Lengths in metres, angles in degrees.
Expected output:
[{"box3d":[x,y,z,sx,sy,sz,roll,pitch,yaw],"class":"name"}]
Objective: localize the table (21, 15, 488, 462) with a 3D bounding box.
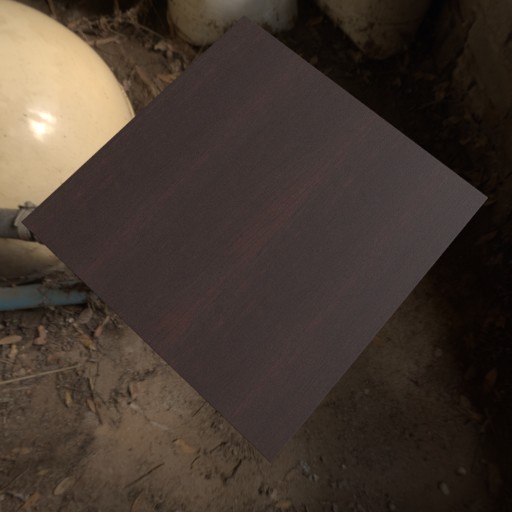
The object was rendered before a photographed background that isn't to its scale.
[{"box3d":[0.000,0.000,0.934,0.495,0.559,0.495,41,79,10],"class":"table"}]
